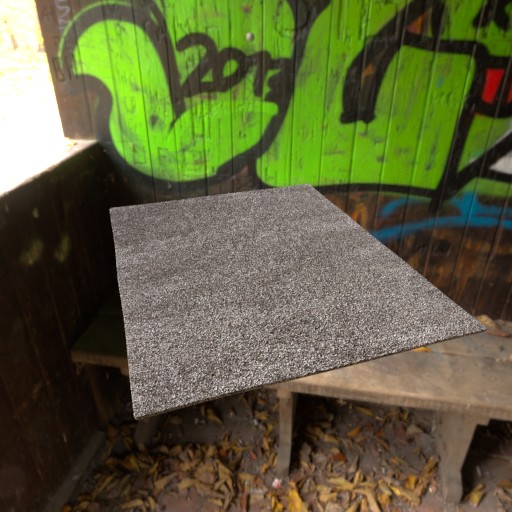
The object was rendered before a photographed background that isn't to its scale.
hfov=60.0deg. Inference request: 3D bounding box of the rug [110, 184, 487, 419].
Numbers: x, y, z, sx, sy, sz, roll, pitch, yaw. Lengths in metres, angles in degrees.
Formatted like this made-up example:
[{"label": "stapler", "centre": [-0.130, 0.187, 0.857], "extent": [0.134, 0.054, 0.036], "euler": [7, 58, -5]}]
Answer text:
[{"label": "rug", "centre": [0.000, 0.000, 3.988], "extent": [2.401, 0.025, 3.000], "euler": [-9, 31, -16]}]
